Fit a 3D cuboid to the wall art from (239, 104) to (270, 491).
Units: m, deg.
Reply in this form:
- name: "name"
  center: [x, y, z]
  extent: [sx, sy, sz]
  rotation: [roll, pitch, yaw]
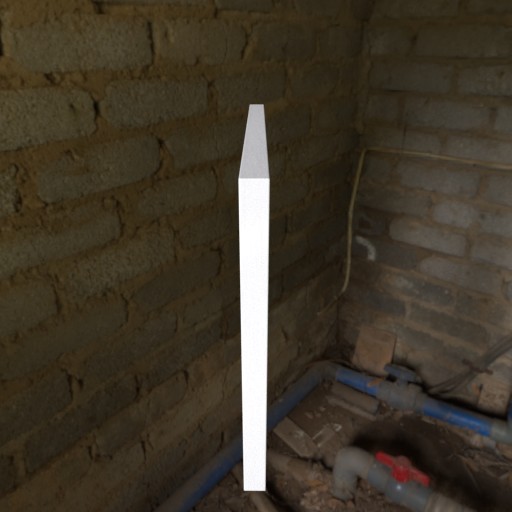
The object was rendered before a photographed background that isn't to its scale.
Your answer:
- name: "wall art"
  center: [0.000, 0.000, 1.395]
  extent: [0.053, 0.787, 1.041]
  rotation: [0, 25, 0]
